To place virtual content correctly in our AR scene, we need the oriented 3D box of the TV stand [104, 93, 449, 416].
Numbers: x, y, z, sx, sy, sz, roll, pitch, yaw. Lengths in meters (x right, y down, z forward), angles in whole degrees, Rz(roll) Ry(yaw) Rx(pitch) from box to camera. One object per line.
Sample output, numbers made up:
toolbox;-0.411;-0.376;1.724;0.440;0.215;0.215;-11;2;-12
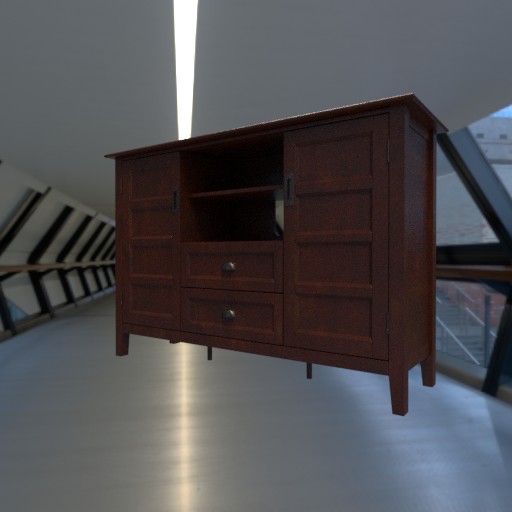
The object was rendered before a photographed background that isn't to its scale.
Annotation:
TV stand;0.000;0.000;1.799;1.372;0.915;0.445;0;1;35
